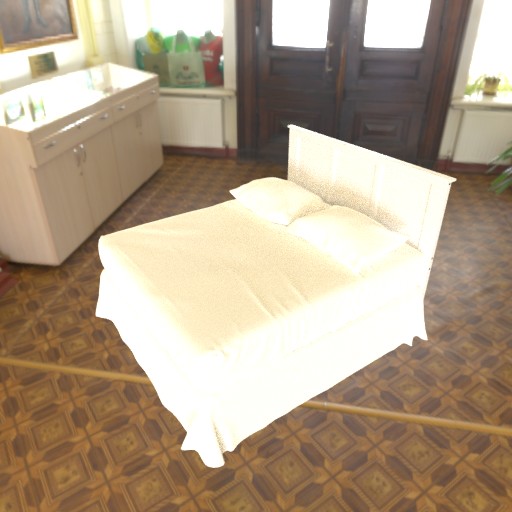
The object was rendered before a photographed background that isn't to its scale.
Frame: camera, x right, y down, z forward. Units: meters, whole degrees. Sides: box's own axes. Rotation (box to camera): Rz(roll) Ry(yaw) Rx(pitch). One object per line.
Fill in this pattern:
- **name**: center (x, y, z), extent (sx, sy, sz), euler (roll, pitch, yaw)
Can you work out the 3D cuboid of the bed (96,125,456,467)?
- **bed**: center (0.000, 0.000, 3.234), extent (2.047, 1.269, 1.876), euler (-20, 36, -30)
